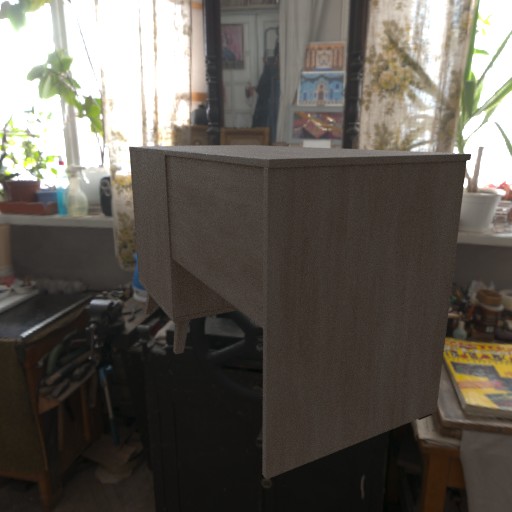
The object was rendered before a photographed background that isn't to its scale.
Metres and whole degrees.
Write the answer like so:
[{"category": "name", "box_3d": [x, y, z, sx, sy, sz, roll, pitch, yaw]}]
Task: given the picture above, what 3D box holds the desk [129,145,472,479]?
[{"category": "desk", "box_3d": [0.000, 0.000, 1.642, 0.600, 0.770, 1.251, -8, 17, -27]}]
